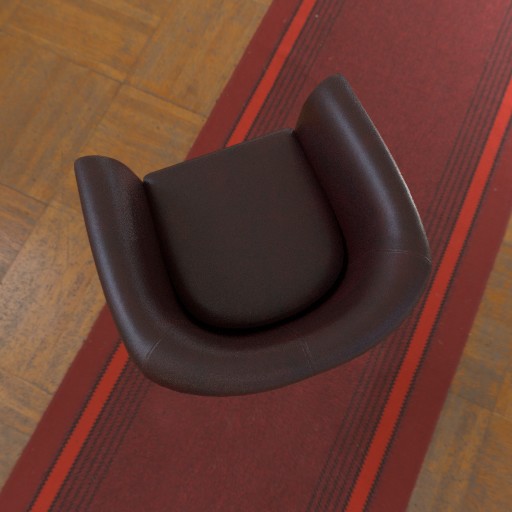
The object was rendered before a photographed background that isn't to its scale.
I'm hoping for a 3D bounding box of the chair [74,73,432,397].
[{"bbox_3d":[0.000,0.000,1.355,0.792,0.756,0.727,-20,78,-4],"label":"chair"}]
